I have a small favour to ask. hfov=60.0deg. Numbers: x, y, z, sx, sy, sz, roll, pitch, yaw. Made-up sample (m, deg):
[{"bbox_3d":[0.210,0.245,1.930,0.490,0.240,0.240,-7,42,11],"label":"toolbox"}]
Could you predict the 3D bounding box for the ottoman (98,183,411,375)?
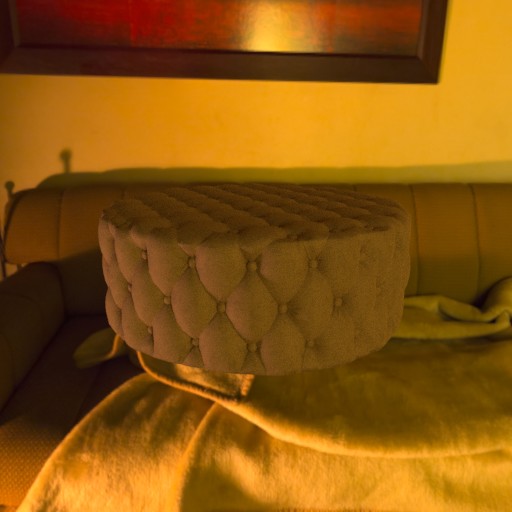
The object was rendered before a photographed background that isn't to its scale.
[{"bbox_3d":[0.000,0.000,1.507,0.998,0.399,0.998,0,16,0],"label":"ottoman"}]
